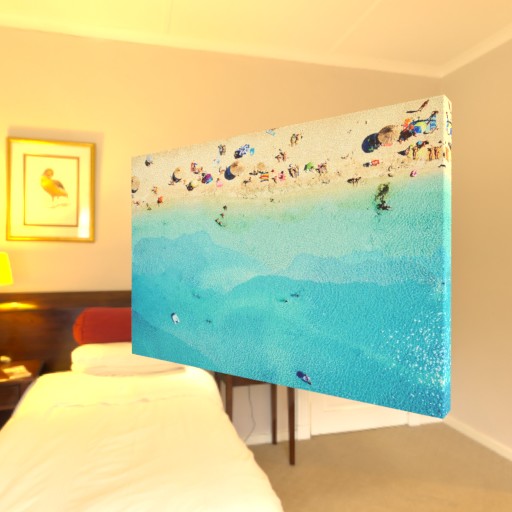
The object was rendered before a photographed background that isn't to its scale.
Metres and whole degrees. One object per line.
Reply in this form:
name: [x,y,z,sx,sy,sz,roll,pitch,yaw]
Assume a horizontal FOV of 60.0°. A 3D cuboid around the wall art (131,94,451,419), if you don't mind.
wall art: [0.000,0.000,0.748,0.609,0.406,0.039,0,0,36]
